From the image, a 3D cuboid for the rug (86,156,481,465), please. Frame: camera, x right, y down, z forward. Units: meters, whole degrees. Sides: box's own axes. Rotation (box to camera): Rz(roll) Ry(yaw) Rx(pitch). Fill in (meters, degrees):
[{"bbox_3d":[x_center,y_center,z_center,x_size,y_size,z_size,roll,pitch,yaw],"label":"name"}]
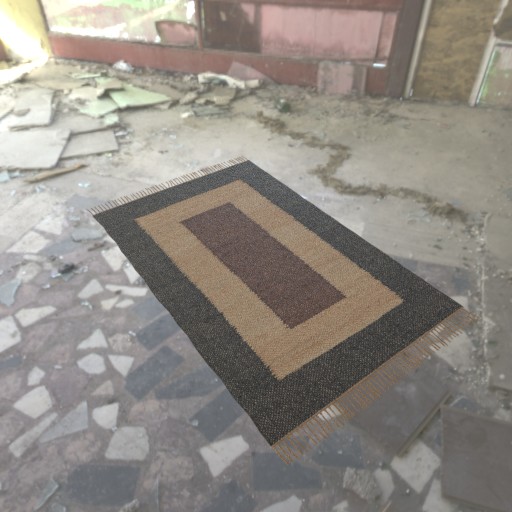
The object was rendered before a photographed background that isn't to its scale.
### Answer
[{"bbox_3d":[0.000,0.000,1.881,0.920,0.013,1.541,-25,47,-26],"label":"rug"}]
